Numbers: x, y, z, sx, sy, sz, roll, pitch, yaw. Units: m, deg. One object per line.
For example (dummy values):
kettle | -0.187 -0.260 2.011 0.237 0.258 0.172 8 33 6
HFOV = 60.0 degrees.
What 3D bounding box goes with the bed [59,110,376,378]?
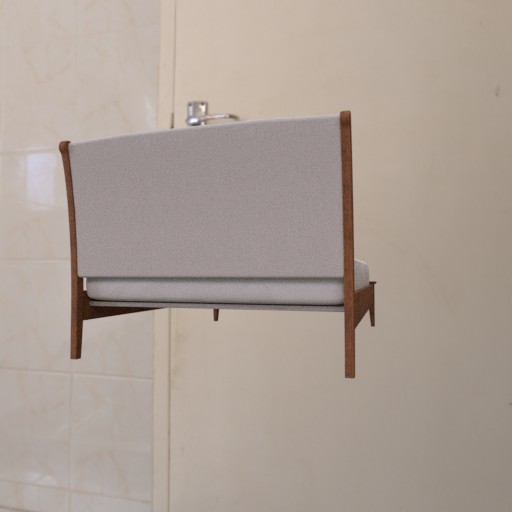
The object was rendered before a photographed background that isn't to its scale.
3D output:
bed | 0.000 0.000 3.021 1.502 1.135 2.108 -1 -2 17
